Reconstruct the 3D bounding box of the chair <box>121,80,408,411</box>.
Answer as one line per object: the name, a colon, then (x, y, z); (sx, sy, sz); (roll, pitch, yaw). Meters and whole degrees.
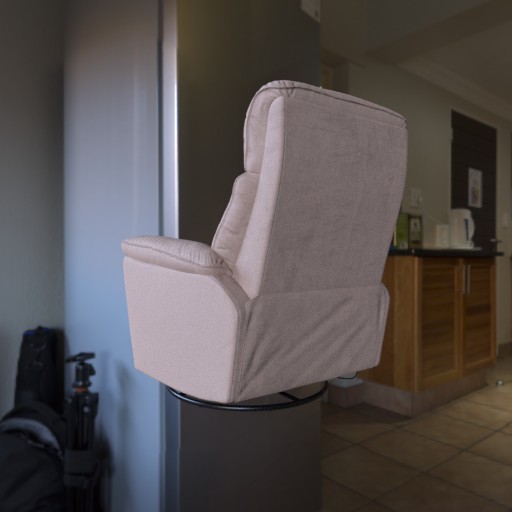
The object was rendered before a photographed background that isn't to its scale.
chair: (0.000, 0.000, 1.748); (0.820, 1.037, 1.004); (-1, 1, -37)
